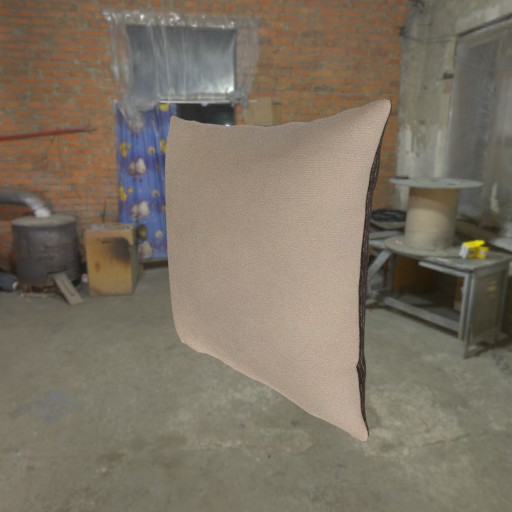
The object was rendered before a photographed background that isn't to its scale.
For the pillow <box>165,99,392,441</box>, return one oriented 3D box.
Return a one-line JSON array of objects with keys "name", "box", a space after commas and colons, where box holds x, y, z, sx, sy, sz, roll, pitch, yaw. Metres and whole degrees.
[{"name": "pillow", "box": [0.000, 0.000, 0.687, 0.196, 0.434, 0.433, -13, 20, -42]}]
